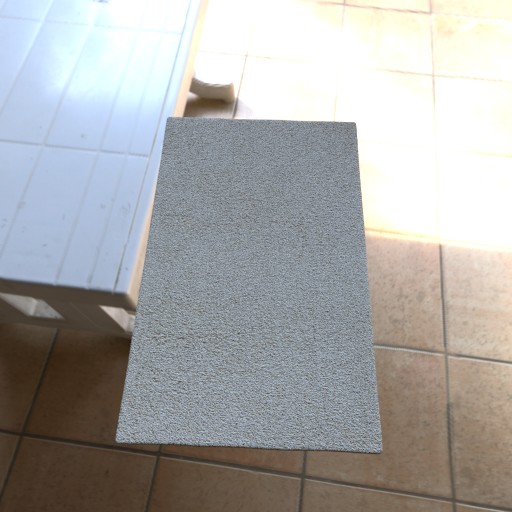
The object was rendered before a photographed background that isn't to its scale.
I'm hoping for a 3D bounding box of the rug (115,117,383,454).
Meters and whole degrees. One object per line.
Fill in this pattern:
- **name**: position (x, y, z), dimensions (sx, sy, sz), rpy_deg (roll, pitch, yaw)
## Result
- **rug**: position (0.000, 0.000, 3.047), dimensions (1.524, 0.030, 2.438), rpy_deg (2, 64, 1)
